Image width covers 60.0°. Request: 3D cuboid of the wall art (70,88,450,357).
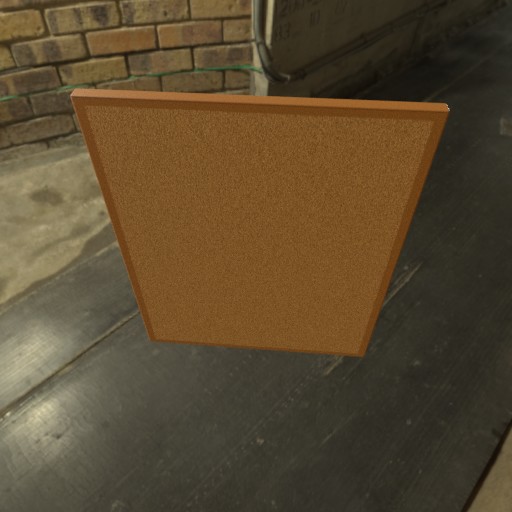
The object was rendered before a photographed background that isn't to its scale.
[{"bbox_3d":[0.000,0.000,0.503,0.310,0.379,0.015,4,47,3],"label":"wall art"}]
